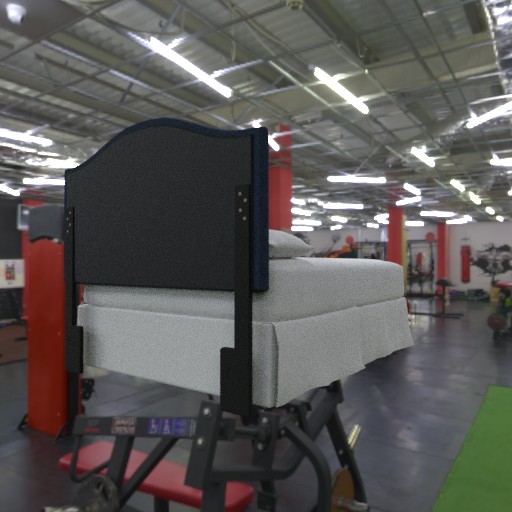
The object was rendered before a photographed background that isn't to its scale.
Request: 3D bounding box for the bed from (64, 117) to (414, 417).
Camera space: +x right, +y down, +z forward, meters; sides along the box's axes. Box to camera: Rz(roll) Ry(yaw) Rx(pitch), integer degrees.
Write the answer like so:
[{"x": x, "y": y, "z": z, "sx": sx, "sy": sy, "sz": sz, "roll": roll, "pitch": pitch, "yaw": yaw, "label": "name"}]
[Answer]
[{"x": 0.000, "y": 0.000, "z": 3.340, "sx": 1.725, "sy": 1.518, "sz": 2.153, "roll": -1, "pitch": -1, "yaw": 36, "label": "bed"}]
